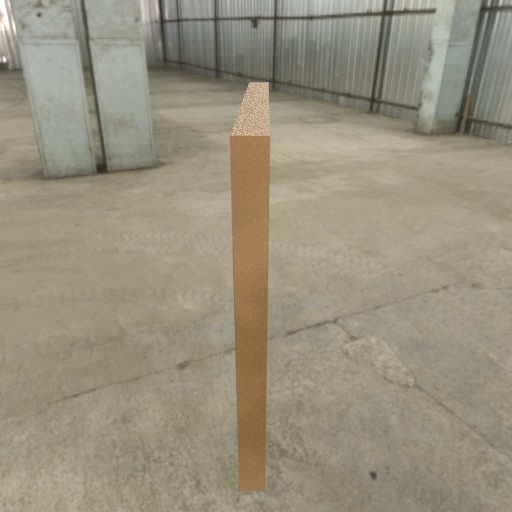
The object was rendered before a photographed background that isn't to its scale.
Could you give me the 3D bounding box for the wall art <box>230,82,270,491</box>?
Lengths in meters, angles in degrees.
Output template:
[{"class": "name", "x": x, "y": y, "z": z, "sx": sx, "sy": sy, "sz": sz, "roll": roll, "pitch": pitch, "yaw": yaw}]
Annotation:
[{"class": "wall art", "x": 0.000, "y": 0.000, "z": 0.761, "sx": 0.038, "sy": 0.511, "sz": 0.513, "roll": 1, "pitch": 27, "yaw": 1}]
